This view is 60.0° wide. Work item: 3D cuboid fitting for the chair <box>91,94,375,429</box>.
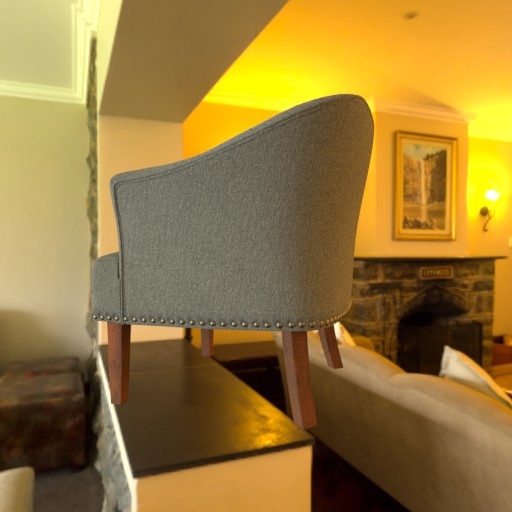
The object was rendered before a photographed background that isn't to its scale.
[{"bbox_3d":[0.000,0.000,1.382,0.704,0.815,0.798,0,1,18],"label":"chair"}]
